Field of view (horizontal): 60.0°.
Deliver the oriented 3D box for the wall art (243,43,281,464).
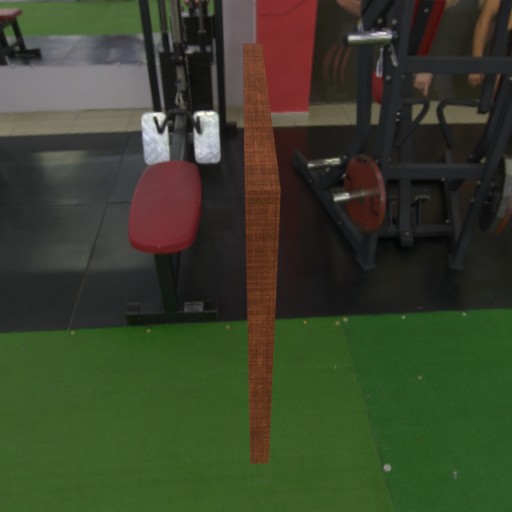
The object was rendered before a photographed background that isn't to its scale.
[{"bbox_3d":[0.000,0.000,0.775,0.033,0.567,0.467,-1,41,-1],"label":"wall art"}]
